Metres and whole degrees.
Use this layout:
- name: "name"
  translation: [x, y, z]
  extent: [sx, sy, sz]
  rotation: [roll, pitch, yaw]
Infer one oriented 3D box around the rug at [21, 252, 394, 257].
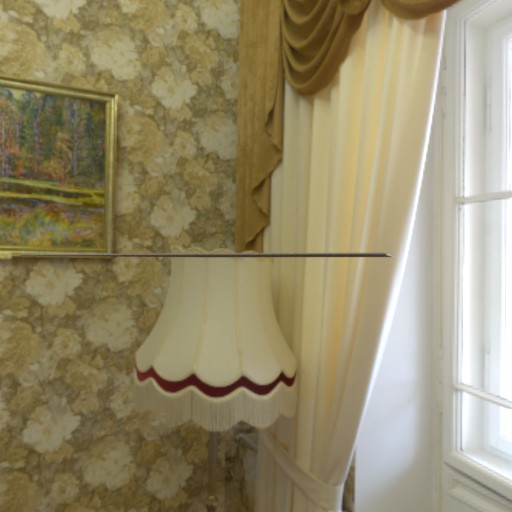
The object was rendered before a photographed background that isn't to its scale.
- name: "rug"
  translation: [0.000, 0.000, 4.024]
  extent: [2.363, 0.012, 2.980]
  rotation: [0, 0, 18]
